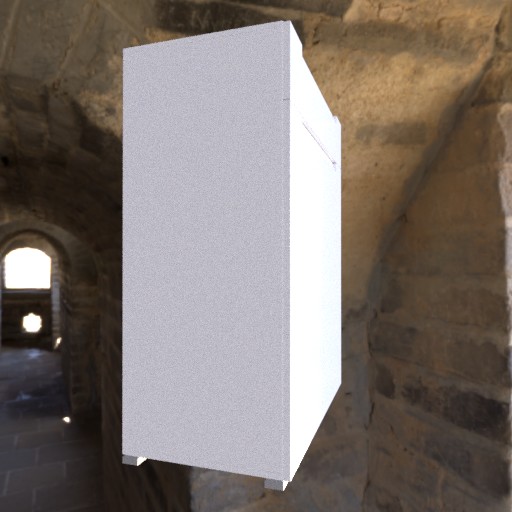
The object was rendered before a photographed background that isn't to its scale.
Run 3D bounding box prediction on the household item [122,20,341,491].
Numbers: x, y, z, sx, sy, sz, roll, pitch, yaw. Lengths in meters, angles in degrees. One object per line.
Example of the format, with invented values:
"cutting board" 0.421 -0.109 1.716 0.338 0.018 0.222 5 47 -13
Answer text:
"household item" 0.000 0.000 1.387 0.420 1.010 0.790 0 0 19
